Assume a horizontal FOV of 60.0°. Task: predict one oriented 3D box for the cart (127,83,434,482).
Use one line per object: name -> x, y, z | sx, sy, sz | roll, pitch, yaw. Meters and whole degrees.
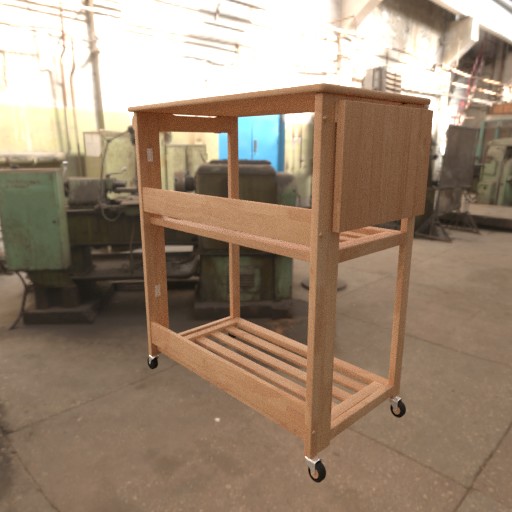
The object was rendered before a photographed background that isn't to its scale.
cart -> 0.000, 0.000, 1.349 | 0.432, 0.879, 0.853 | -13, 19, -42
